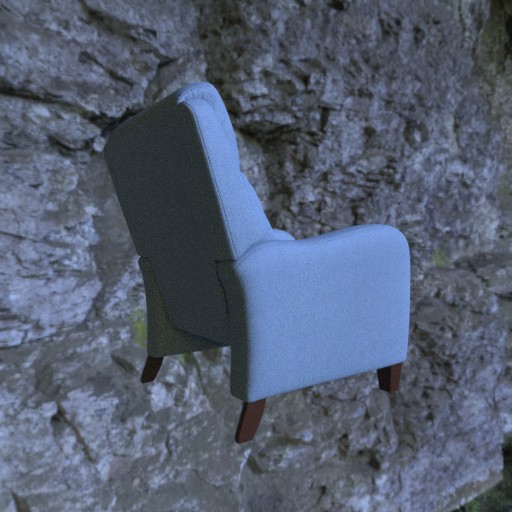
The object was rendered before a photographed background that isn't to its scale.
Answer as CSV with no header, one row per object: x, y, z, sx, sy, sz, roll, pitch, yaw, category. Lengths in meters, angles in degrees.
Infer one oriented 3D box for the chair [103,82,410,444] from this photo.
0.000,0.000,1.759,0.988,1.067,0.785,-1,2,-37,chair
